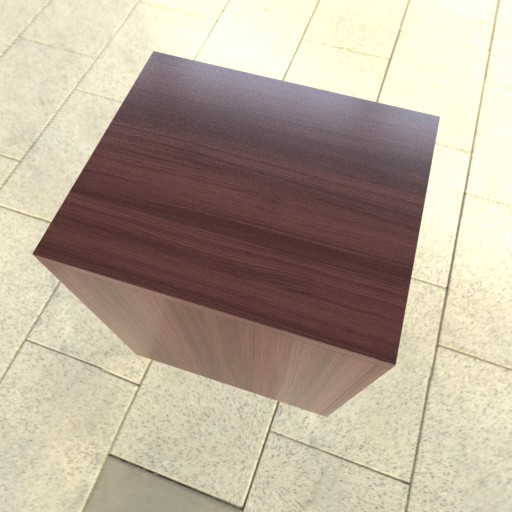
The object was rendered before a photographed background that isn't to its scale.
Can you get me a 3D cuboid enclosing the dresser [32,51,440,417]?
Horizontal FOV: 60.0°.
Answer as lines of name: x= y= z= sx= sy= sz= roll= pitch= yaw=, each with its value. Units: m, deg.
dresser: x=0.000 y=0.000 z=0.745 sx=0.400 sy=0.470 sz=0.360 roll=16 pitch=65 yaw=8
